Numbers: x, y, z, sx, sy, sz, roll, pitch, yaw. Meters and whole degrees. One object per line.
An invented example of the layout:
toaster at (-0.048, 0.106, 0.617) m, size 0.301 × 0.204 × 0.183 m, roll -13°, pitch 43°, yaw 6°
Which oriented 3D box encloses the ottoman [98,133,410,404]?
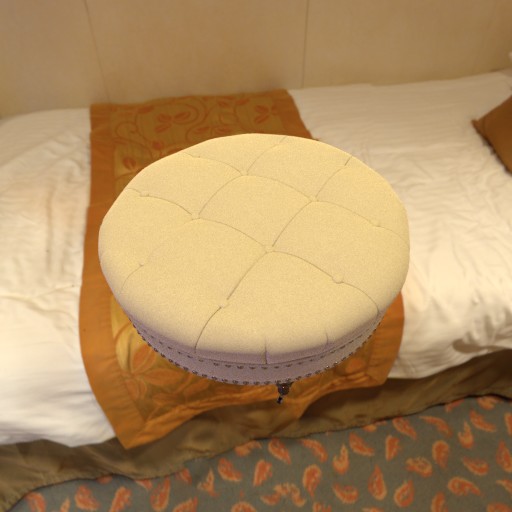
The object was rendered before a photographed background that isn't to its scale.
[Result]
ottoman at (0.000, 0.000, 1.397) m, size 0.901 × 0.439 × 0.901 m, roll 0°, pitch 45°, yaw 0°
